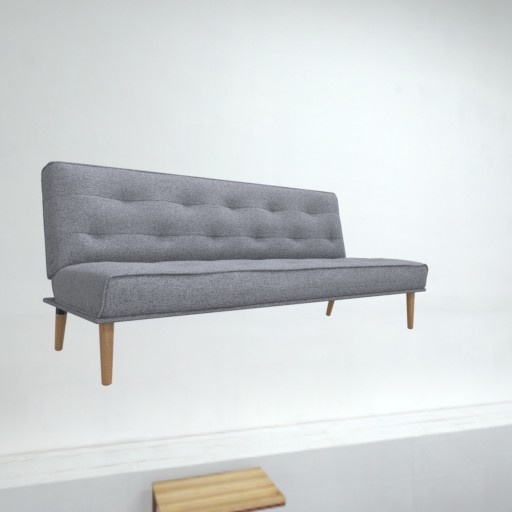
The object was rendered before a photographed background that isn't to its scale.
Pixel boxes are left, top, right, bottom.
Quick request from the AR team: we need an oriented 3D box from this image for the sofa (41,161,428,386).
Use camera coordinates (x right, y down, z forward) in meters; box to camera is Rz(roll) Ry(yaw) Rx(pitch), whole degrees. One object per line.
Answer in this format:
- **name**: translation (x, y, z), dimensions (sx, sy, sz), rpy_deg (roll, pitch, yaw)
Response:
- **sofa**: translation (0.000, 0.000, 2.218), dimensions (1.820, 0.830, 0.810), rpy_deg (-1, 1, -37)
